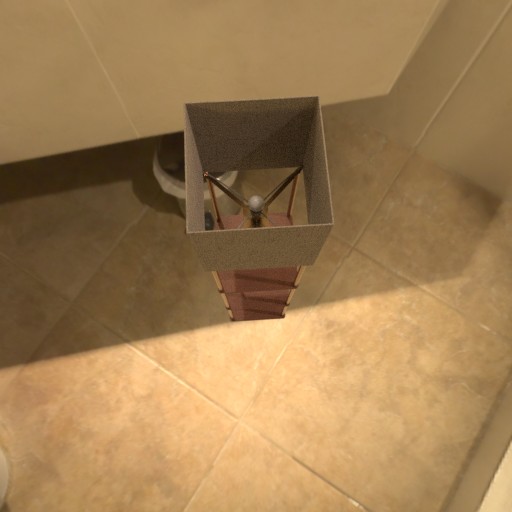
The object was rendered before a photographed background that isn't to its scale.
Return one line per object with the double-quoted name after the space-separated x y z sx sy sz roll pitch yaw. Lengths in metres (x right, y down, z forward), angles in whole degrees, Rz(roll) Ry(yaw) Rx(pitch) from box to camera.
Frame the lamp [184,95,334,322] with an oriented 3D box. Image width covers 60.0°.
0.000 0.000 1.716 0.308 1.569 0.310 -3 75 -1 "lamp"
